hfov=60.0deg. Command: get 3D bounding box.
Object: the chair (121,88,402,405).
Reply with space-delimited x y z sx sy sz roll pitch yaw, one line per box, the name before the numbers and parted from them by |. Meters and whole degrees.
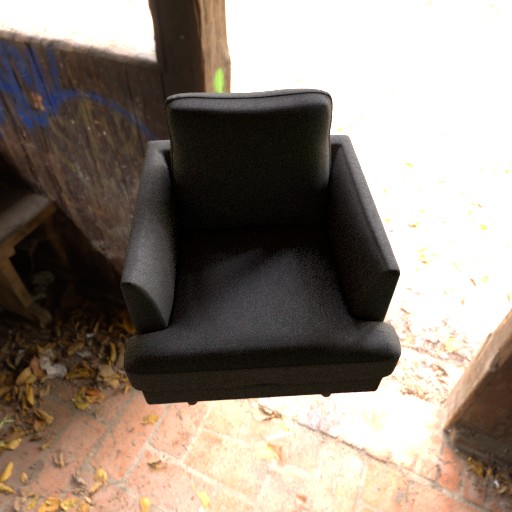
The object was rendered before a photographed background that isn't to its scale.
chair | 0.000 0.000 1.624 0.858 0.957 0.899 -3 47 -2
